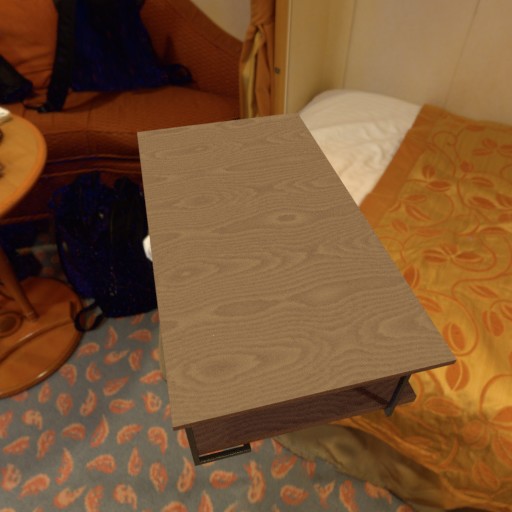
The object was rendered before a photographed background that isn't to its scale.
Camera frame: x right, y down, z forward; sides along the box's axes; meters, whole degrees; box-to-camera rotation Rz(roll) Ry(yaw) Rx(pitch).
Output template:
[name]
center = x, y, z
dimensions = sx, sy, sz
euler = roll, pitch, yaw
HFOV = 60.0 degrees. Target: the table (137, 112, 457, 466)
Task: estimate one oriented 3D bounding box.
[table]
center = 0.000, 0.000, 1.489
dimensions = 0.651, 0.347, 1.197
euler = -10, 46, -10
